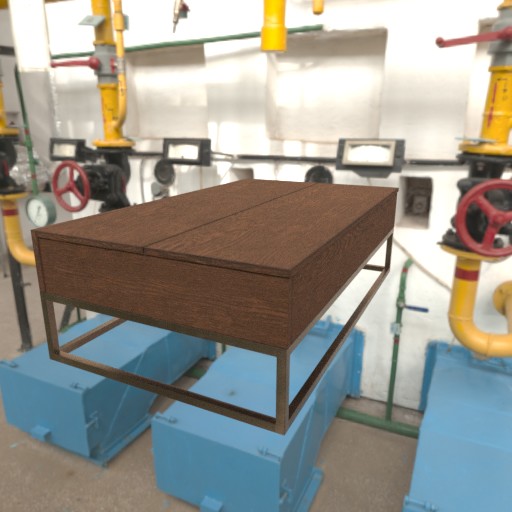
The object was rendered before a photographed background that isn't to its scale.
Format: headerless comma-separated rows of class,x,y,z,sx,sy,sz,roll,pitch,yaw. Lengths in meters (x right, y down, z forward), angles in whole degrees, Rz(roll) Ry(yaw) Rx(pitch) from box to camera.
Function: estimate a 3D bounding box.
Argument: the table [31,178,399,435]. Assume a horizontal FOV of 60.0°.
table,0.000,0.000,1.509,0.719,0.361,1.167,8,19,25
